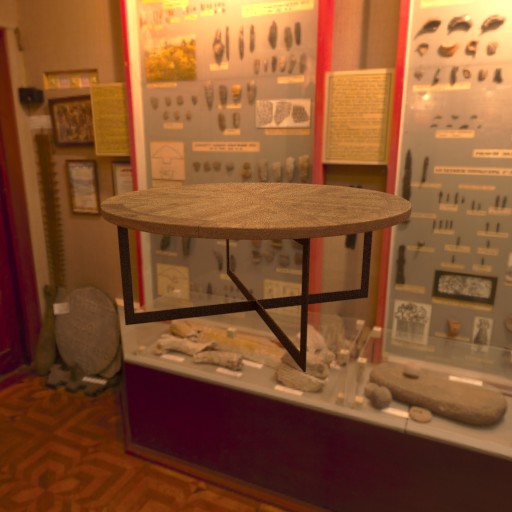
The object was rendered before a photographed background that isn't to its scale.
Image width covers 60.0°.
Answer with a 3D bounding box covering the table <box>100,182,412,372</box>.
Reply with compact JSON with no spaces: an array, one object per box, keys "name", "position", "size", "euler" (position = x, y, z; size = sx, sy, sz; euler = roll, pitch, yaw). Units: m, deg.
[{"name":"table","position":[0.000,0.000,1.967],"size":[1.264,0.516,1.264],"euler":[0,15,0]}]
